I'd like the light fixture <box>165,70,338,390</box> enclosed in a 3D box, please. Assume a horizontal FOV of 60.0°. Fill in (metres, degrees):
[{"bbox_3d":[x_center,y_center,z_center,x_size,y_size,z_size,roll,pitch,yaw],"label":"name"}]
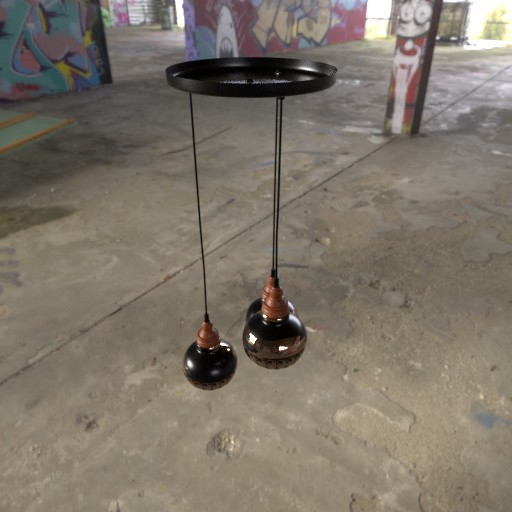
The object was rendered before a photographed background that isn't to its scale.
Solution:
[{"bbox_3d":[0.000,0.000,1.796,0.608,1.410,0.605,-19,36,-28],"label":"light fixture"}]
